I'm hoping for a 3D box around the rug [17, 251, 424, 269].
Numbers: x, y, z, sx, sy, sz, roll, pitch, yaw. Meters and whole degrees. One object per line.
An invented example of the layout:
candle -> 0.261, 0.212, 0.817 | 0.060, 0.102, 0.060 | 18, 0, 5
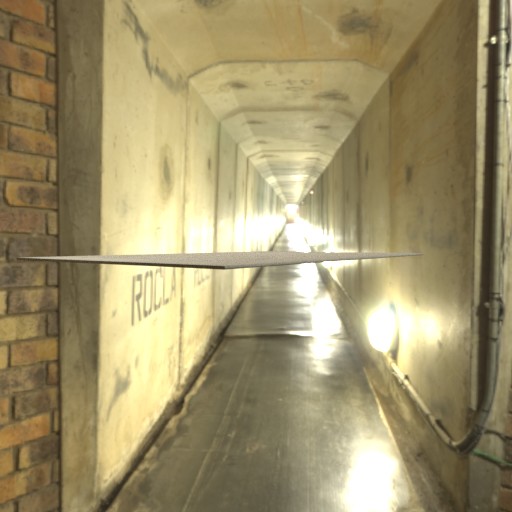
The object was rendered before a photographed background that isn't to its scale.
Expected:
rug -> 0.000, 0.000, 2.991 | 1.524, 0.014, 2.438 | 1, 2, 36
